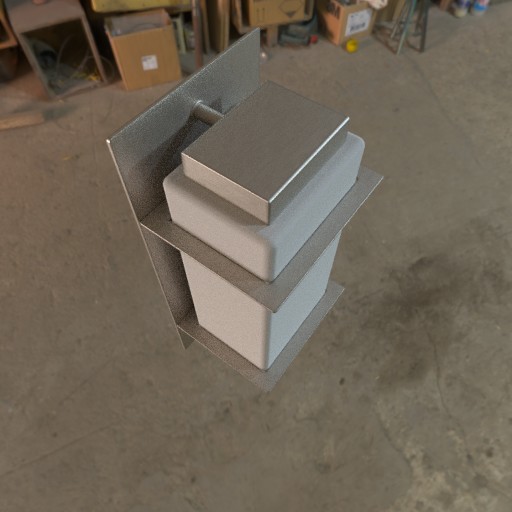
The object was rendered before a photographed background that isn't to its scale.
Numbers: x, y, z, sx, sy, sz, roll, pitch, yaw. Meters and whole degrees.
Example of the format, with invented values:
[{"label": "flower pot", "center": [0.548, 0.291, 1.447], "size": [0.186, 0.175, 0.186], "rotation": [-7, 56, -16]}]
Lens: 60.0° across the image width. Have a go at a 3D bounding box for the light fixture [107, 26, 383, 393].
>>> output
[{"label": "light fixture", "center": [0.000, 0.000, 0.469], "size": [0.160, 0.380, 0.168], "rotation": [32, 63, 19]}]
